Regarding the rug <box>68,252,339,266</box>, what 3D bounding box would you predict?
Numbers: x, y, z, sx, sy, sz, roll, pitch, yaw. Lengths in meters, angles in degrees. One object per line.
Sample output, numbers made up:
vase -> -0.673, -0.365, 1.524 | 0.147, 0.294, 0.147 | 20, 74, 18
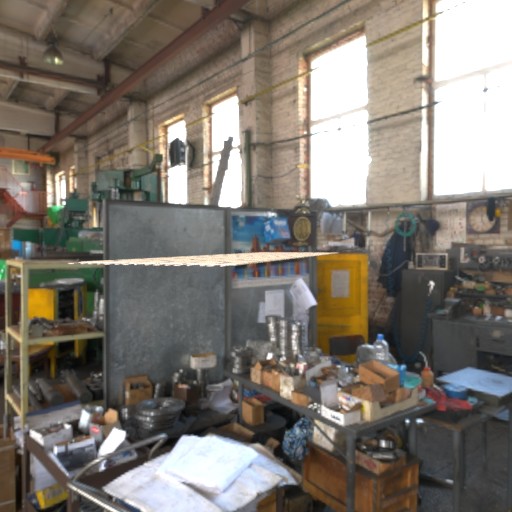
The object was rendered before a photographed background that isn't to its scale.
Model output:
rug -> 0.000, 0.000, 2.725 | 0.660, 0.005, 2.464 | 1, 2, 19
